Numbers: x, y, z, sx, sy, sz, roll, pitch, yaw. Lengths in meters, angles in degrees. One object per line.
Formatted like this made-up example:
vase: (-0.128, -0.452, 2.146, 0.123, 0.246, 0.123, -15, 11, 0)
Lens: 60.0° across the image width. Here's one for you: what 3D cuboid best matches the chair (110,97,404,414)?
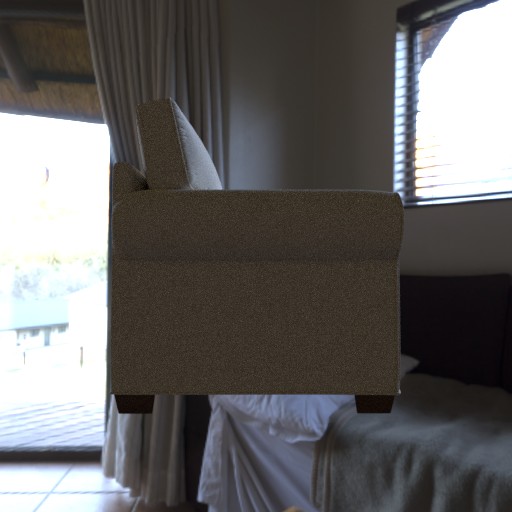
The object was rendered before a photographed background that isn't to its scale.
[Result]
chair: (0.000, 0.000, 1.741, 0.863, 0.955, 1.040, 0, -2, 0)
